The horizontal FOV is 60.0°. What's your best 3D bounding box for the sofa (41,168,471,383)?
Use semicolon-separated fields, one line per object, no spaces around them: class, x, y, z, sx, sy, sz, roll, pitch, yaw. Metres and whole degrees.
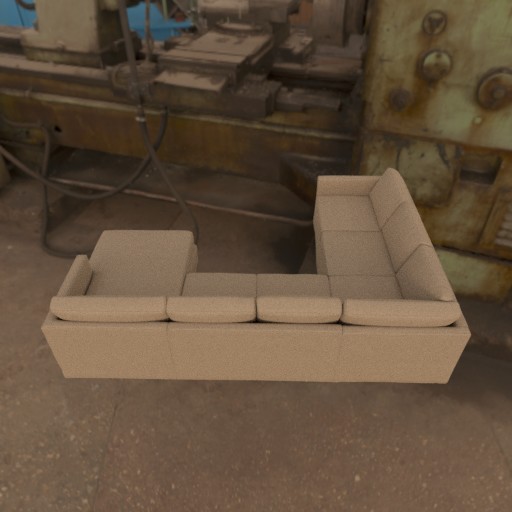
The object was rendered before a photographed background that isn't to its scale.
sofa;0.000;0.000;4.588;3.460;0.882;2.427;1;41;1
